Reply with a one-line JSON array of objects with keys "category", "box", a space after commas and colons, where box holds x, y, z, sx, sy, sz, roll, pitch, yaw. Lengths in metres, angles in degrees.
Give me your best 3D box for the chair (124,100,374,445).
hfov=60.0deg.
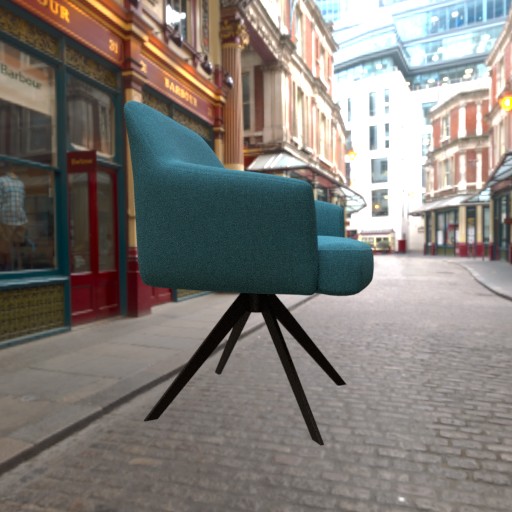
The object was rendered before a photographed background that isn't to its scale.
[{"category": "chair", "box": [0.000, 0.000, 1.336, 0.677, 0.874, 0.642, 0, 1, 18]}]
